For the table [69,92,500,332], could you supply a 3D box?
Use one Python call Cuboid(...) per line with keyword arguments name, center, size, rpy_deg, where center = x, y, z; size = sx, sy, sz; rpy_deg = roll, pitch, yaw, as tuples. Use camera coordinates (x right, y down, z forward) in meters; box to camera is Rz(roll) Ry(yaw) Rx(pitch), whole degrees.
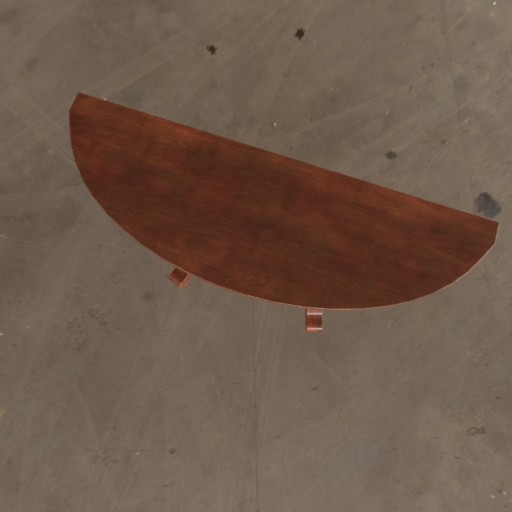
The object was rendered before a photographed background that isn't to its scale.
Cuboid(name="table", center=(0.000, 0.000, 1.482), size=(1.198, 0.699, 0.394), rpy_deg=(18, 75, 5))
